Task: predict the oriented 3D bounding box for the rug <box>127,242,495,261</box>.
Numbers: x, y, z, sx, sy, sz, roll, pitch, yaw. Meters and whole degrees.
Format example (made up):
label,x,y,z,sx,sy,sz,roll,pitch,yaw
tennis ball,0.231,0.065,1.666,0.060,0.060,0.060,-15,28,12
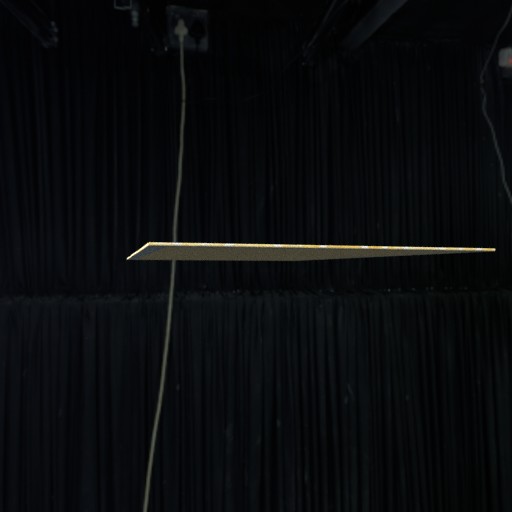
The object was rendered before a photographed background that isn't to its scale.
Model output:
label,x,y,z,sx,sy,sz,roll,pitch,yaw
rug,0.000,0.000,2.262,1.213,0.010,1.829,1,-2,-18
